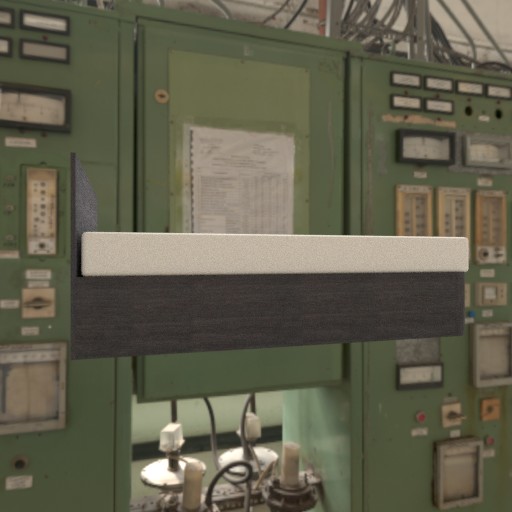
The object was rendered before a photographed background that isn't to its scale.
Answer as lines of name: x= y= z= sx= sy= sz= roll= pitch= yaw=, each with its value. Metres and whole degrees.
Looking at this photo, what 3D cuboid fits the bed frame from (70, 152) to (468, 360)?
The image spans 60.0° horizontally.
bed frame: x=0.000 y=0.000 z=2.644 sx=1.900 sy=0.800 sz=1.400 roll=0 pitch=0 yaw=-16
